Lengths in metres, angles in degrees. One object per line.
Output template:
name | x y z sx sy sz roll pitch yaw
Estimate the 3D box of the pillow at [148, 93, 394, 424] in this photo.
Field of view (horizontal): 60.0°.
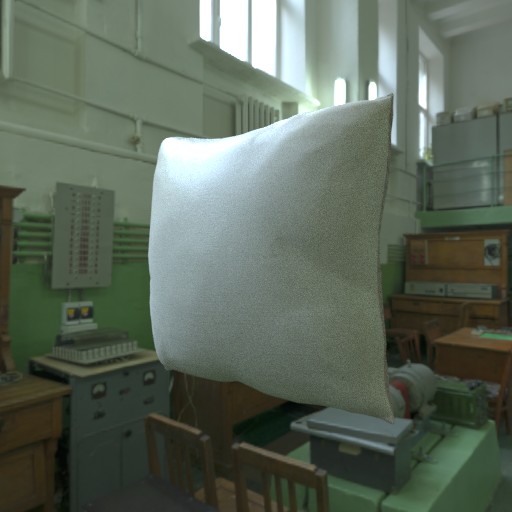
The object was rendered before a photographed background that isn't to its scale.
pillow | 0.000 0.000 0.718 0.450 0.448 0.245 0 0 37
